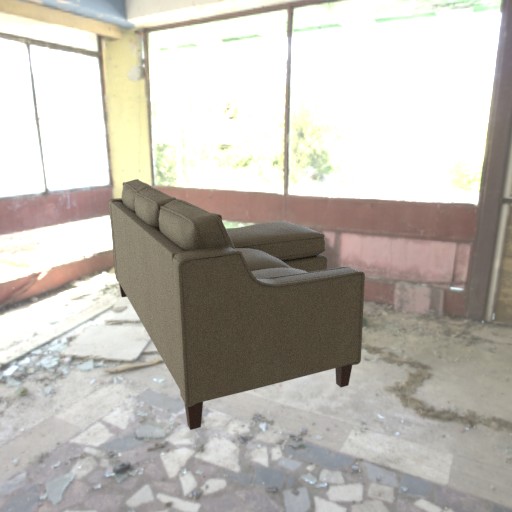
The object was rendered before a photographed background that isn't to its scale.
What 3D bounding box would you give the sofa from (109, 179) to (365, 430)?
[{"bbox_3d":[0.000,0.000,3.412,1.858,1.081,2.317,-7,16,-25],"label":"sofa"}]
